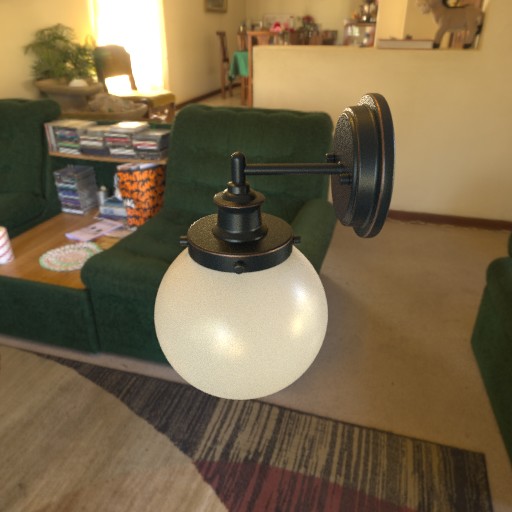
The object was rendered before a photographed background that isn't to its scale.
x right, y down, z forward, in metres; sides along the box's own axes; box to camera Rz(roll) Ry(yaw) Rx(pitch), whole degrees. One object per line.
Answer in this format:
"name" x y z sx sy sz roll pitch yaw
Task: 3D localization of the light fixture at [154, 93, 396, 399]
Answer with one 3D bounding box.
"light fixture" 0.000 0.000 0.480 0.230 0.332 0.197 -1 28 -1
